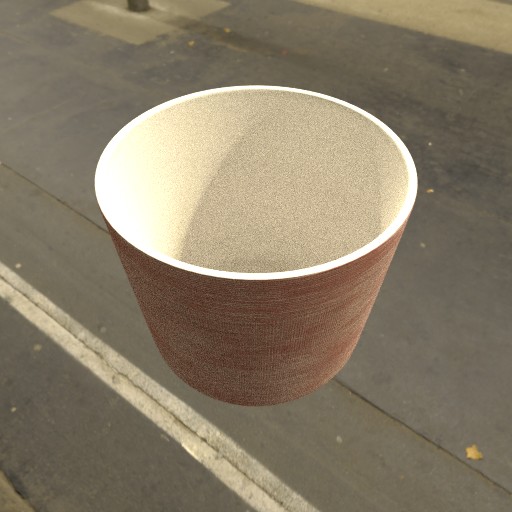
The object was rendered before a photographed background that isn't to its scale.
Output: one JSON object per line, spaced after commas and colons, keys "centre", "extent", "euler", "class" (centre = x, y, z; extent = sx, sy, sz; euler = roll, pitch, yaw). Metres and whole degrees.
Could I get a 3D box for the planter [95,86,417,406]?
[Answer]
{"centre": [0.000, 0.000, 0.766], "extent": [0.440, 0.398, 0.440], "euler": [0, 47, 0], "class": "planter"}
